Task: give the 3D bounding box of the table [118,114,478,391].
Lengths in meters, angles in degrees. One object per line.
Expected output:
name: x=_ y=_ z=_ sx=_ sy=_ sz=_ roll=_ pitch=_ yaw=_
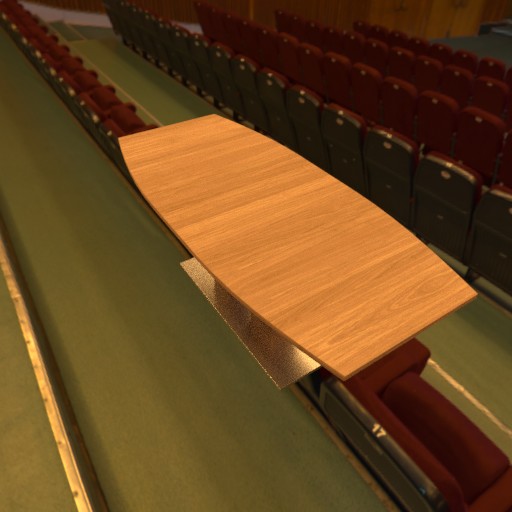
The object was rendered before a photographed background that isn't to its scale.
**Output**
table: x=0.000 y=0.000 z=2.420 sx=0.900 sy=0.750 sz=2.032 roll=-23 pitch=45 yaw=-25
